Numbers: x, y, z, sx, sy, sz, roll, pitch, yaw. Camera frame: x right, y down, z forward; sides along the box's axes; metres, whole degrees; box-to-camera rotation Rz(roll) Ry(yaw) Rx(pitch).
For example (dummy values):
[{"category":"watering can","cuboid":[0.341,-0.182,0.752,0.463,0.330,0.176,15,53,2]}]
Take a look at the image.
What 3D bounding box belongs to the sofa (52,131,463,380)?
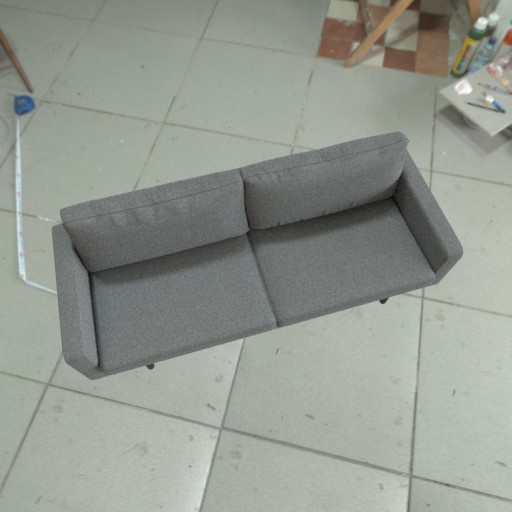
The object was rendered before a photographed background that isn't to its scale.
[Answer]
[{"category":"sofa","cuboid":[0.000,0.000,2.652,2.200,0.880,0.880,-14,63,-7]}]
